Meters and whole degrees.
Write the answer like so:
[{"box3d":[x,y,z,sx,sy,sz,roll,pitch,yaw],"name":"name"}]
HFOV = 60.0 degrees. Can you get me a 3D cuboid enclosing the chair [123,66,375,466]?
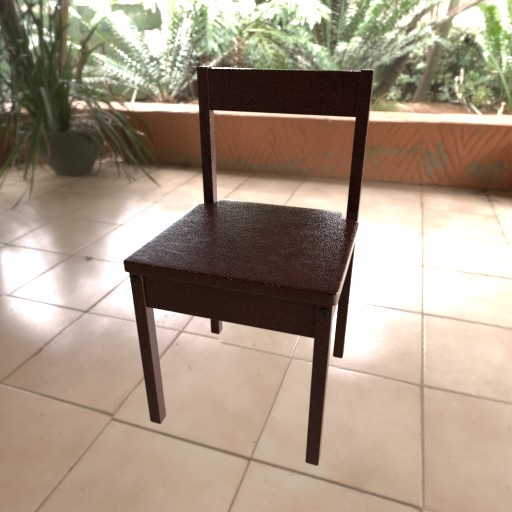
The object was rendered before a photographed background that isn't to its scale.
[{"box3d":[0.000,0.000,0.876,0.367,0.668,0.361,8,27,16],"name":"chair"}]
